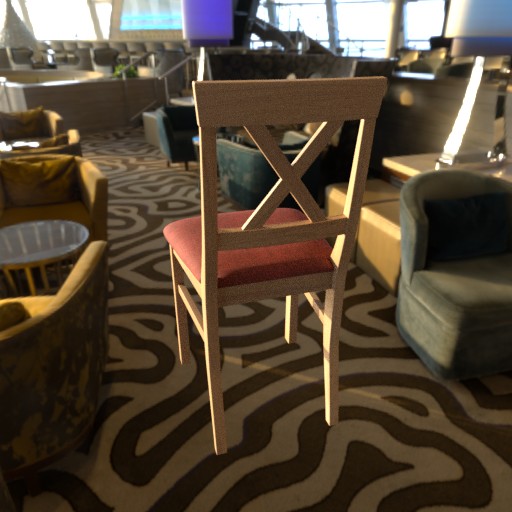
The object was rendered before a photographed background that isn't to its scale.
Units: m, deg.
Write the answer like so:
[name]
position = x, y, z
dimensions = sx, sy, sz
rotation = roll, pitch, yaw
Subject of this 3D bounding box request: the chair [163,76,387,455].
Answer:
[chair]
position = 0.000, 0.000, 1.184
dimensions = 0.439, 0.912, 0.492
rotation = -8, 27, -16
